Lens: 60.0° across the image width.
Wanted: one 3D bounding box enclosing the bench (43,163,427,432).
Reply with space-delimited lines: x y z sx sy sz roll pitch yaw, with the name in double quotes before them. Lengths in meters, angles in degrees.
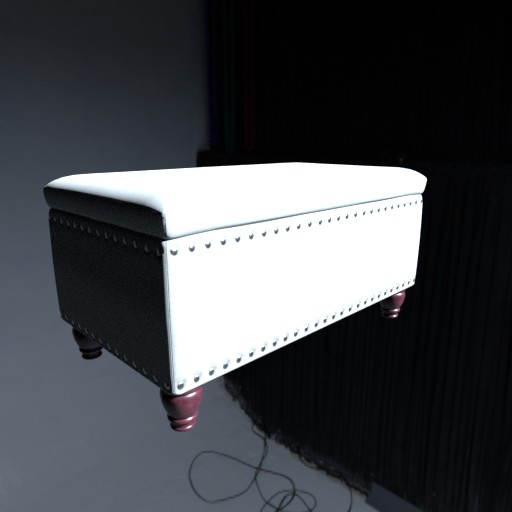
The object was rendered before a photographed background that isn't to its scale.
"bench" 0.000 0.000 1.187 0.887 0.449 0.500 -14 20 -43
